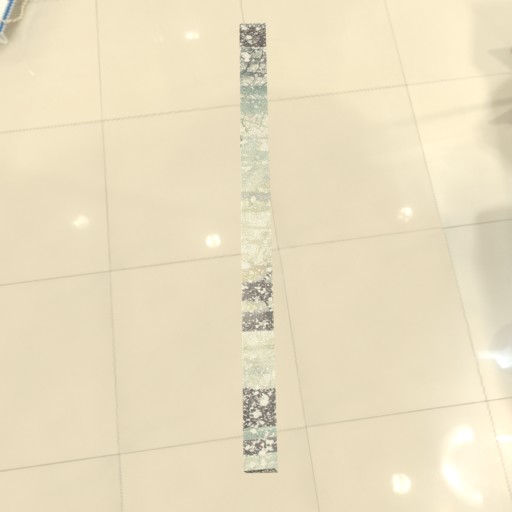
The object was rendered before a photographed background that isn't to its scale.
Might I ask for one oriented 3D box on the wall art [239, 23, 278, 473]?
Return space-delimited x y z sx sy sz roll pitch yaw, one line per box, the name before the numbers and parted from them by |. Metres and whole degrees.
wall art | 0.000 0.000 0.776 0.042 0.398 0.618 -1 75 0
